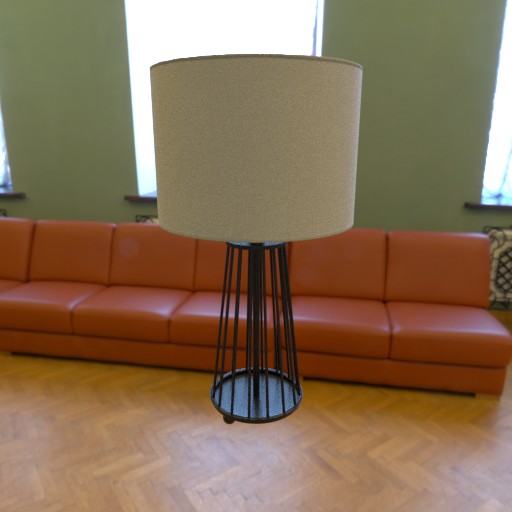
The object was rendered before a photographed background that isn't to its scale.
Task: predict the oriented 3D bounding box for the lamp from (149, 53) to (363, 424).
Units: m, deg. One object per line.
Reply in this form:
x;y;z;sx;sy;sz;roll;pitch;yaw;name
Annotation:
0.000;0.000;0.764;0.322;0.593;0.322;2;16;8;lamp
